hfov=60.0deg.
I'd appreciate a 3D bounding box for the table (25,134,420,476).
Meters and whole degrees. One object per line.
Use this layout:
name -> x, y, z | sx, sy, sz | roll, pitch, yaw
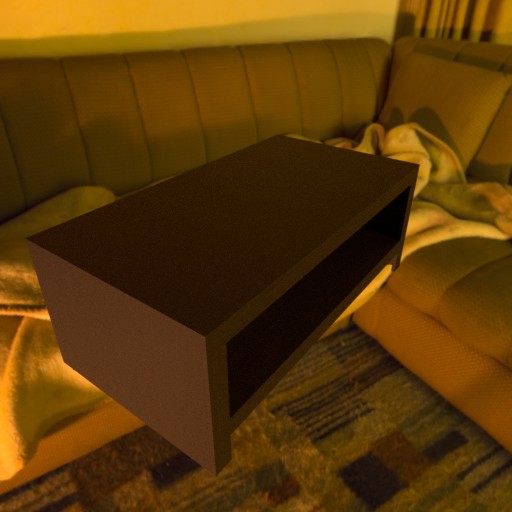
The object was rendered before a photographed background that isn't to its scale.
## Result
table -> 0.000, 0.000, 1.424 | 0.597, 0.424, 1.099 | 21, 38, 31
